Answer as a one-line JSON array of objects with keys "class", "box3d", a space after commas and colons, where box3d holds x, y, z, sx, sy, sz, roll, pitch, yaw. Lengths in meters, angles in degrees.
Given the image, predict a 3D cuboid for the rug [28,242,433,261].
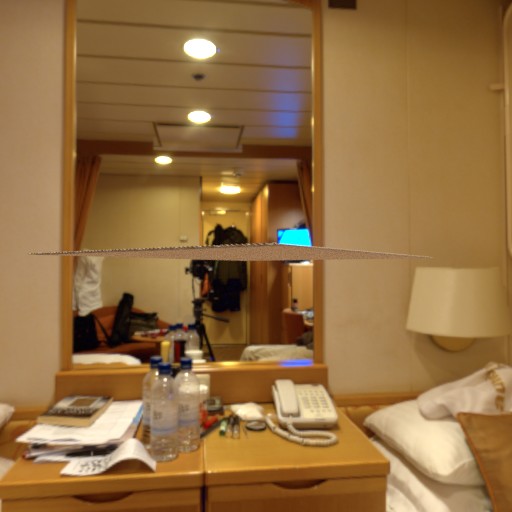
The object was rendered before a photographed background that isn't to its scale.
[{"class": "rug", "box3d": [0.000, 0.000, 4.126, 2.444, 0.013, 3.043, -1, -2, 36]}]
